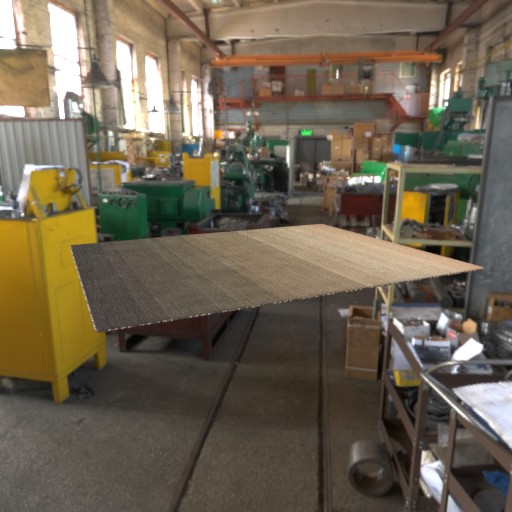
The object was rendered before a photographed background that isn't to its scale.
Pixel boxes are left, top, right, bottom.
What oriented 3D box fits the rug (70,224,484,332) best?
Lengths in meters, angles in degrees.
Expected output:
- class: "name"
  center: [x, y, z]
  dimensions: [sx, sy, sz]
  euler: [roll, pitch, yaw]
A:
- class: "rug"
  center: [0.000, 0.000, 3.880]
  dimensions: [2.902, 0.017, 2.306]
  euler: [-6, 15, -25]
